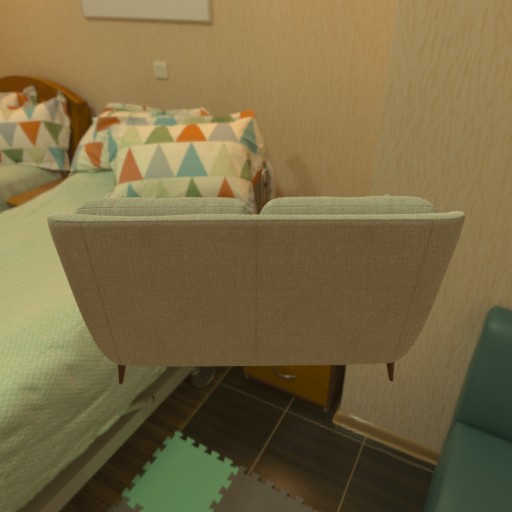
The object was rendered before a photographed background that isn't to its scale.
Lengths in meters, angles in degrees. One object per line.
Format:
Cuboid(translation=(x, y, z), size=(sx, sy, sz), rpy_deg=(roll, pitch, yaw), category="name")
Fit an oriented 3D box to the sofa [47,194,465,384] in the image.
Cuboid(translation=(0.000, 0.000, 2.203), size=(1.652, 0.888, 0.965), rpy_deg=(0, 31, -1), category="sofa")
